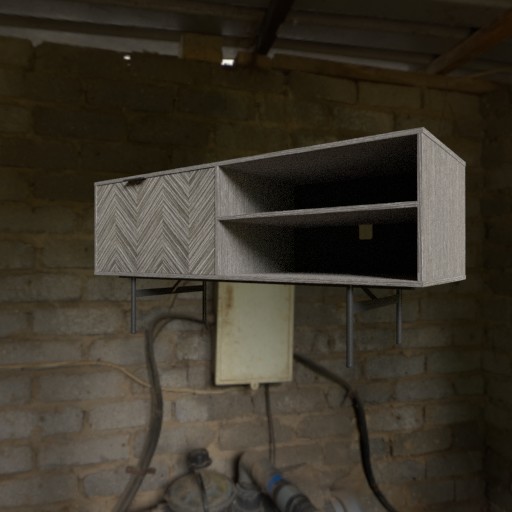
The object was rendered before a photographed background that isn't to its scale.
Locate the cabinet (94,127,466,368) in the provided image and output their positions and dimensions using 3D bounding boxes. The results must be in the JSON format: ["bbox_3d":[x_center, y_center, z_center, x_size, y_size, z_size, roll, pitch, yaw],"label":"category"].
[{"bbox_3d":[0.000,0.000,1.602,1.300,0.599,0.500,0,0,36],"label":"cabinet"}]
